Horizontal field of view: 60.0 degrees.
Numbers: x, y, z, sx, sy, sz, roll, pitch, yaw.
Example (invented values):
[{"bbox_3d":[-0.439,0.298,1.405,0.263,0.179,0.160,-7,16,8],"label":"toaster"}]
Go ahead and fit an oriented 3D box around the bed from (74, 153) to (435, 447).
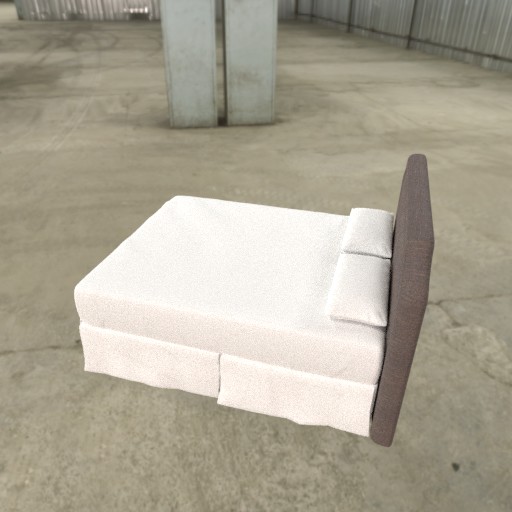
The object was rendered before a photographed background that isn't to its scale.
[{"bbox_3d":[0.000,0.000,3.153,2.116,1.290,1.693,9,33,14],"label":"bed"}]
